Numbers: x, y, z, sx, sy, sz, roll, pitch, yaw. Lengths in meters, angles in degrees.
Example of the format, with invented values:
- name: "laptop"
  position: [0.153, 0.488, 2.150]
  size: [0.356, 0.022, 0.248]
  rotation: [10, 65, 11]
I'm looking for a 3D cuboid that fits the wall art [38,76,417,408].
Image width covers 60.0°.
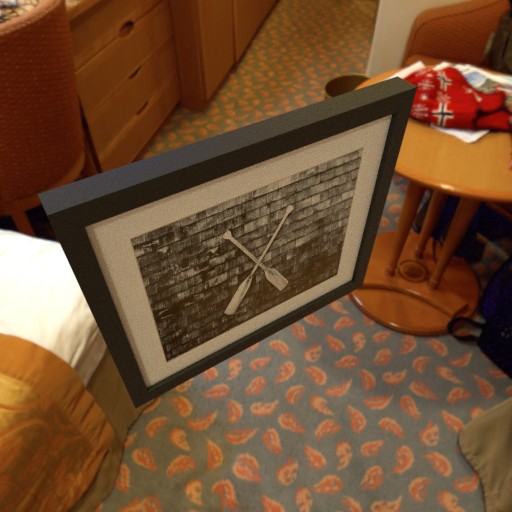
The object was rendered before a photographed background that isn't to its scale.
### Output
- name: "wall art"
  position: [0.000, 0.000, 0.524]
  size: [0.381, 0.330, 0.029]
  rotation: [-25, 52, -21]
